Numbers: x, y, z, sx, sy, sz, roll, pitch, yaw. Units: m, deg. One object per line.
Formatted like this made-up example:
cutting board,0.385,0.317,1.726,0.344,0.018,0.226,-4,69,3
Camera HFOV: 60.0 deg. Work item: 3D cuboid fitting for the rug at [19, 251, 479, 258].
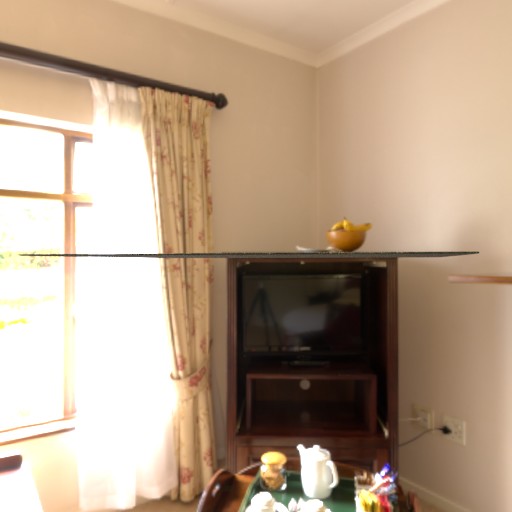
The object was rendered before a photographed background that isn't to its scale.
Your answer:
rug,0.000,0.000,2.159,1.795,0.008,1.102,0,-1,16
